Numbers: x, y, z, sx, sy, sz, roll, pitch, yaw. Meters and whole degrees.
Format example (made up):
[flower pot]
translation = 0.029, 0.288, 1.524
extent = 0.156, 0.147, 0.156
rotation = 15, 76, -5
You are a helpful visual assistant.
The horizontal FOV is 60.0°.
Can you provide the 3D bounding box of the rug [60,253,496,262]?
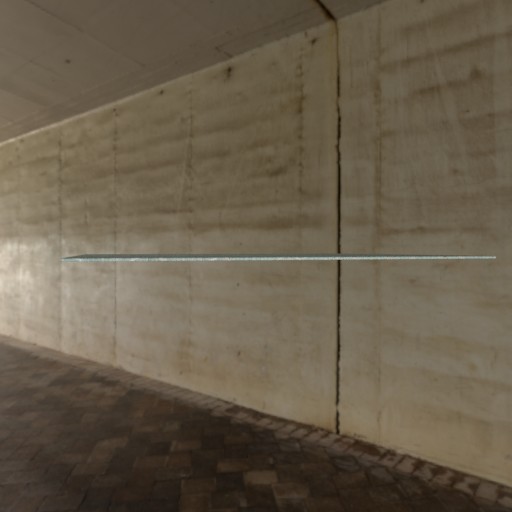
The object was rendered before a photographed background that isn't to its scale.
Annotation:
[rug]
translation = 0.000, 0.000, 4.034
extent = 3.039, 0.019, 2.420
rotation = 0, 1, -18
